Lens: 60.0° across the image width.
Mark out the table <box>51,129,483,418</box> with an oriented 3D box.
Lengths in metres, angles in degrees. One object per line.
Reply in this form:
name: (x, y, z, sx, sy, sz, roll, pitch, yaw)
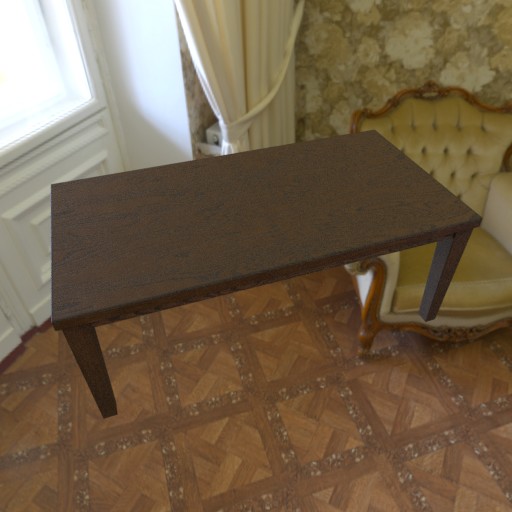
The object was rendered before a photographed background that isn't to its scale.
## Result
table: (0.000, 0.000, 2.514, 1.981, 0.762, 1.016, -13, 43, -14)
